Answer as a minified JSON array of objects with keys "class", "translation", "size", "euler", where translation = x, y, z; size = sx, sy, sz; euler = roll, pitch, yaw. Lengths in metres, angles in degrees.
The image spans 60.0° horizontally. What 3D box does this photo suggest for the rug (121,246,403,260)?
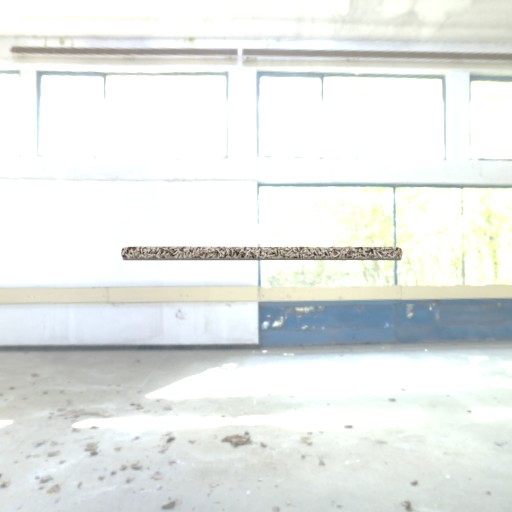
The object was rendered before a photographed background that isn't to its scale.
[{"class":"rug","translation":[0.000,0.000,1.706],"size":[0.609,0.030,1.524],"euler":[0,0,-1]}]
